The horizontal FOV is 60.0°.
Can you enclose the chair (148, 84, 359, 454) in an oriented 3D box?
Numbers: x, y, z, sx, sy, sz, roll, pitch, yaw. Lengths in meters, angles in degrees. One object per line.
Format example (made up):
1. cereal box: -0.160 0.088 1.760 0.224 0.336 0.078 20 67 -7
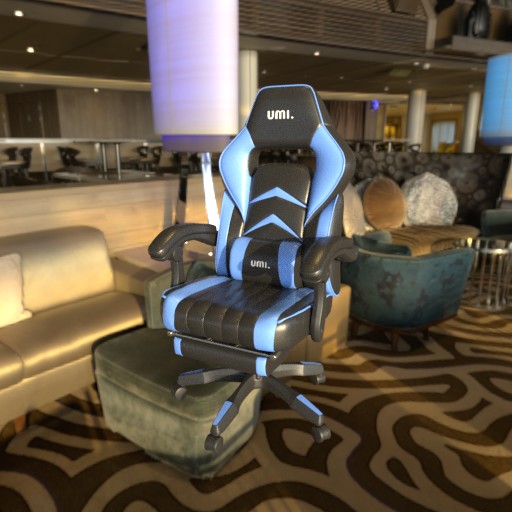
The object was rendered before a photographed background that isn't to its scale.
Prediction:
1. chair: 0.000 0.000 1.691 0.700 1.280 0.700 7 16 26
